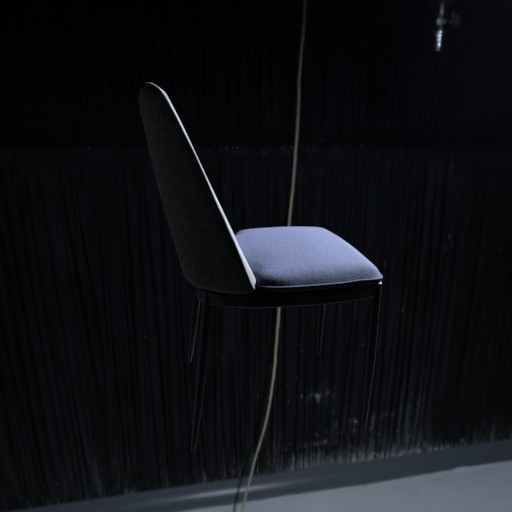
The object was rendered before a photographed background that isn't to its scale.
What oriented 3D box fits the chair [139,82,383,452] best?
[{"bbox_3d":[0.000,0.000,1.192,0.550,0.855,0.488,-3,17,-9],"label":"chair"}]
